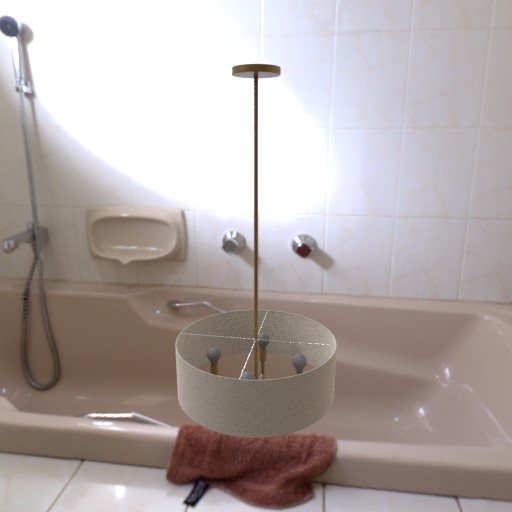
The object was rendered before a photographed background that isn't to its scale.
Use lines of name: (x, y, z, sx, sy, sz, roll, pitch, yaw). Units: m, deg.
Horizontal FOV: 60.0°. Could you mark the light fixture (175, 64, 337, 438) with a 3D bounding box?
light fixture: (0.000, 0.000, 1.350, 0.508, 1.067, 0.508, 0, 15, 0)
